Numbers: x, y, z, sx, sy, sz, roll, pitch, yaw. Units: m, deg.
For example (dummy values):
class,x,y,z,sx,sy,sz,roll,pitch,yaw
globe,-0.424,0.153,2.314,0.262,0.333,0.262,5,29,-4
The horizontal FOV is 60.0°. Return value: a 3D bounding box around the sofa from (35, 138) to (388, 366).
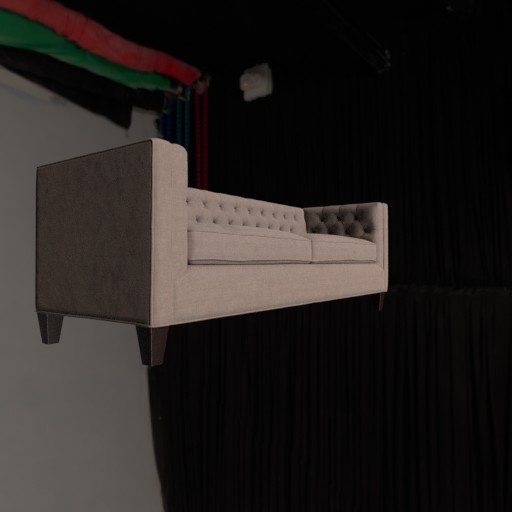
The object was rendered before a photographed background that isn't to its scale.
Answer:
class,x,y,z,sx,sy,sz,roll,pitch,yaw
sofa,0.000,0.000,2.535,0.775,0.762,2.159,0,-1,36
